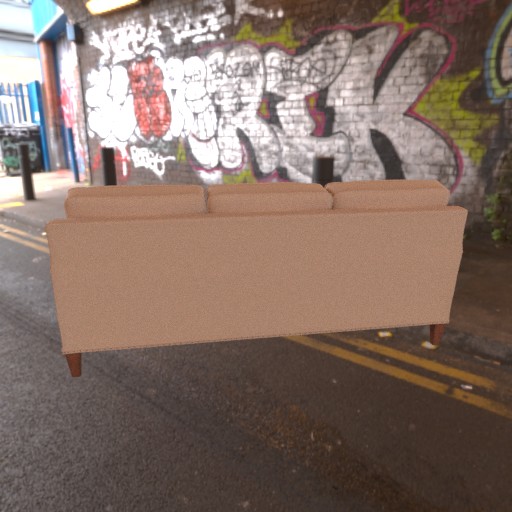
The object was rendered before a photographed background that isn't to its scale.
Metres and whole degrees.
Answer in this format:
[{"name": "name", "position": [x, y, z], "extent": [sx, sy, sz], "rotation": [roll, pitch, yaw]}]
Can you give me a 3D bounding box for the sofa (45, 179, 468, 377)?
[{"name": "sofa", "position": [0.000, 0.000, 2.814], "extent": [2.246, 1.003, 1.084], "rotation": [-3, 16, -10]}]
